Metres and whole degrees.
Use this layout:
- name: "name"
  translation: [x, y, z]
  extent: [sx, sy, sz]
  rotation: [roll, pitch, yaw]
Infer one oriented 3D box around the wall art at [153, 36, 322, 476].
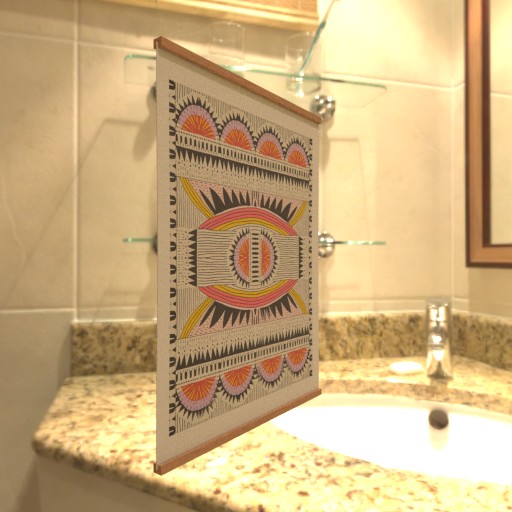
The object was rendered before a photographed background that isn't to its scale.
- name: "wall art"
  translation: [0.000, 0.000, 1.334]
  extent: [0.028, 1.016, 0.765]
  rotation: [0, 0, 37]
